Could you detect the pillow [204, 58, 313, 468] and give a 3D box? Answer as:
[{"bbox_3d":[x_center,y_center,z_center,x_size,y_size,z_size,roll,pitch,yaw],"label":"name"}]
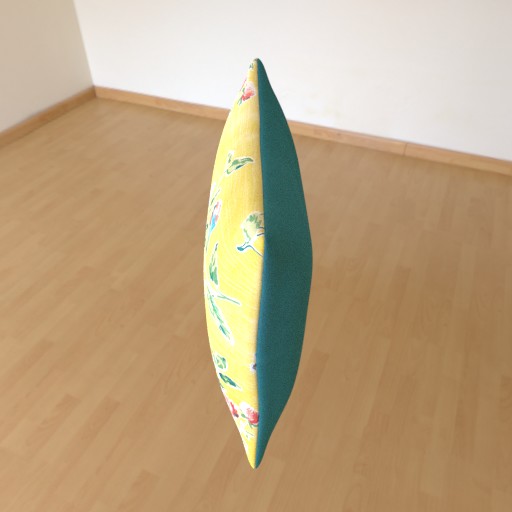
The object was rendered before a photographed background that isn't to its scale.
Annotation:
[{"bbox_3d":[0.000,0.000,0.780,0.166,0.508,0.525,0,42,-1],"label":"pillow"}]
